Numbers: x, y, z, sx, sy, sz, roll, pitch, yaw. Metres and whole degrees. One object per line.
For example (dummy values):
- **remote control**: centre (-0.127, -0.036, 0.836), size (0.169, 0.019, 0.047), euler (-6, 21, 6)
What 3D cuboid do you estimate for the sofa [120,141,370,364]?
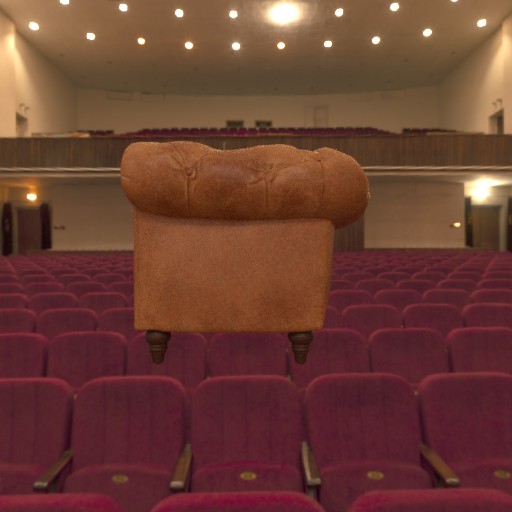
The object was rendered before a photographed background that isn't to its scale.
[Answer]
- **sofa**: centre (0.000, 0.000, 2.562), size (1.042, 0.877, 1.979), euler (0, 0, 0)
